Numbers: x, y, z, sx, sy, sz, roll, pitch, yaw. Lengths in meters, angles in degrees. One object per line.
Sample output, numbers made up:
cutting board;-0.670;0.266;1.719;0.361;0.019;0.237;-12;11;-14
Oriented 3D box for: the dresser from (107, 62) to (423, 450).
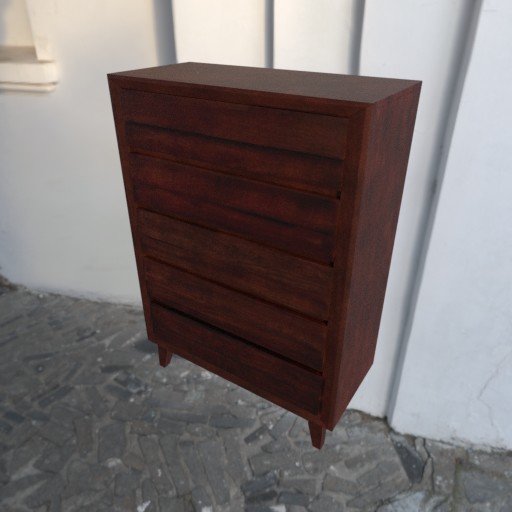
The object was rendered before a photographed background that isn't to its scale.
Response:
dresser;0.000;0.000;2.006;1.072;1.514;0.506;18;34;28
